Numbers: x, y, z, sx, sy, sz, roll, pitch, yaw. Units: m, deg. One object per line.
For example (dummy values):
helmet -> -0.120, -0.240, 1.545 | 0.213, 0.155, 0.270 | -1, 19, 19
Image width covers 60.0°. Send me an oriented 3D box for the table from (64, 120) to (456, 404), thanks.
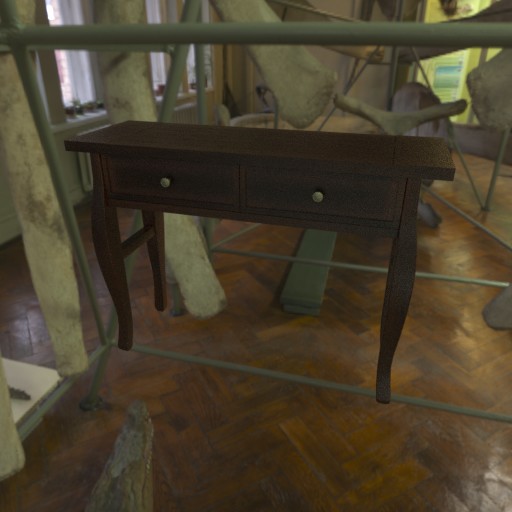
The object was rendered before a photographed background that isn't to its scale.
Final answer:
table -> 0.000, 0.000, 1.475 | 1.062, 0.768, 0.373 | 8, 27, 15
